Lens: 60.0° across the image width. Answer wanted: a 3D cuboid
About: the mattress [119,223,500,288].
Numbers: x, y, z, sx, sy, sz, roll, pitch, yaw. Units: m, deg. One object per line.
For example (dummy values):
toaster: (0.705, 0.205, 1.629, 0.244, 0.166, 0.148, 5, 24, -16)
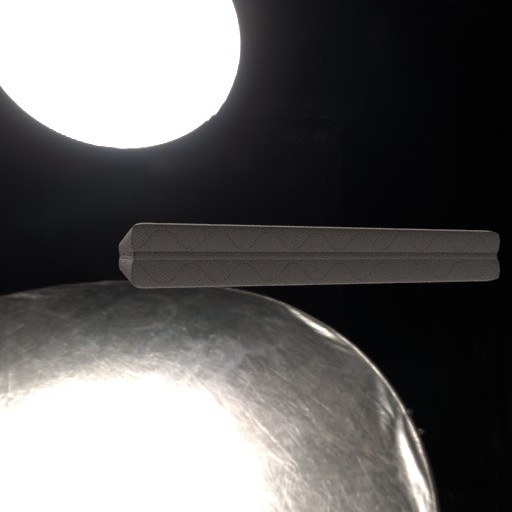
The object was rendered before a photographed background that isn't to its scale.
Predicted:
mattress: (0.000, 0.000, 2.424, 1.400, 0.200, 1.900, 0, 0, -18)
